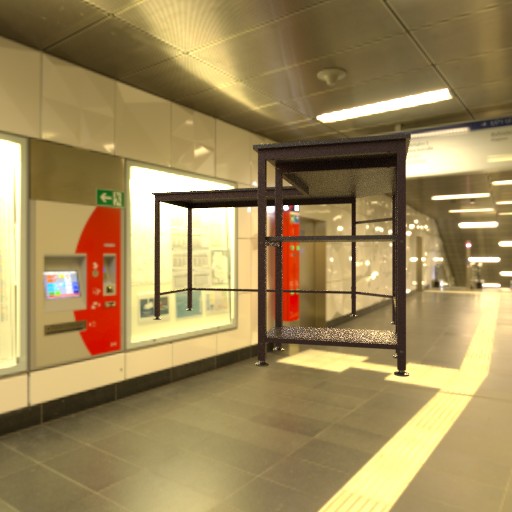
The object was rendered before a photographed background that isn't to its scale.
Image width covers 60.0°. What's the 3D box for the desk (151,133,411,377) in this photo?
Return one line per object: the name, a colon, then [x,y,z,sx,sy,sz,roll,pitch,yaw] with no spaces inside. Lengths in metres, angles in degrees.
desk: [0.000,0.000,2.195,1.379,0.739,1.379,0,0,16]
